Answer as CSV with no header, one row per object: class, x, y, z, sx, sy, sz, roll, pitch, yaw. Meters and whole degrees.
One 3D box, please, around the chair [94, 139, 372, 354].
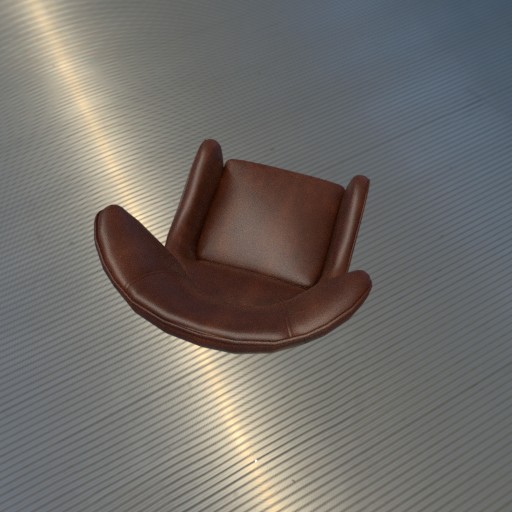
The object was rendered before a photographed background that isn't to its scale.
chair,0.000,0.000,1.607,0.692,1.048,0.914,15,66,7
